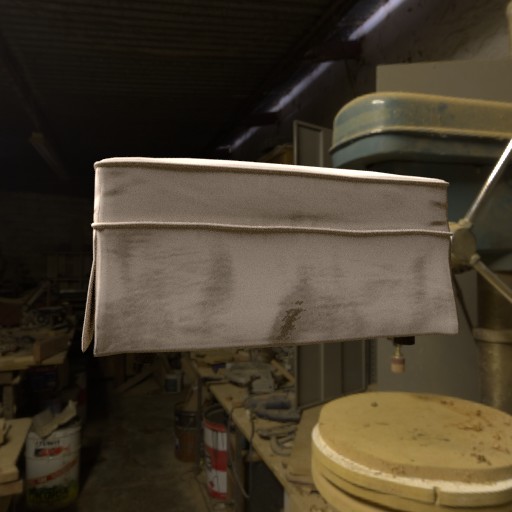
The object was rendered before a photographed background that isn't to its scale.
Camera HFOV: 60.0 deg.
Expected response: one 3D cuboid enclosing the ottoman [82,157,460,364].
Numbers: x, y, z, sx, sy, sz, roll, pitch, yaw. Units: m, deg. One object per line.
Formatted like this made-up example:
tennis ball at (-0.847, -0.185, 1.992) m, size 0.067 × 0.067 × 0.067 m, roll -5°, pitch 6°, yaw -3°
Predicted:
ottoman at (0.000, 0.000, 1.336) m, size 0.944 × 0.479 × 0.703 m, roll 0°, pitch 0°, yaw -18°
